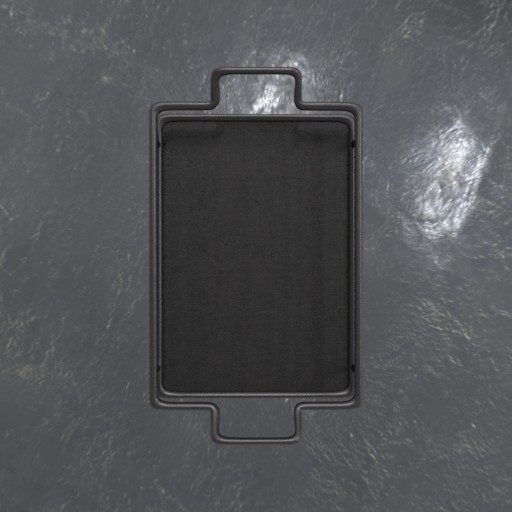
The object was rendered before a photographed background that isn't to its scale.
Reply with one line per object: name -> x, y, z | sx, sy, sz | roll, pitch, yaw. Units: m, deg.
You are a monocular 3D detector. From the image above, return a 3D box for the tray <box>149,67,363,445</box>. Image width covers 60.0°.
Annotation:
tray -> 0.000, 0.000, 0.625 | 0.297, 0.101, 0.495 | 0, 90, 0
